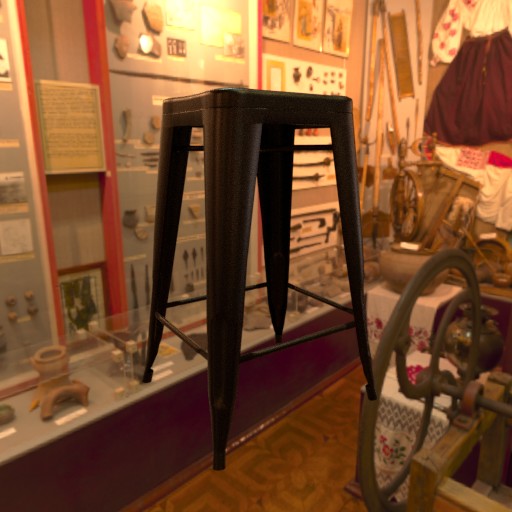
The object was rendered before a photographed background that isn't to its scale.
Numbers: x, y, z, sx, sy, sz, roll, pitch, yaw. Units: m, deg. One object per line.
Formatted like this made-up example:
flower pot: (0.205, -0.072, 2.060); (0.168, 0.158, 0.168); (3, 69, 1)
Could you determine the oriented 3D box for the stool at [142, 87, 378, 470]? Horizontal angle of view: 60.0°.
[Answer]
stool: (0.000, 0.000, 0.903); (0.423, 0.609, 0.455); (14, 20, 43)
